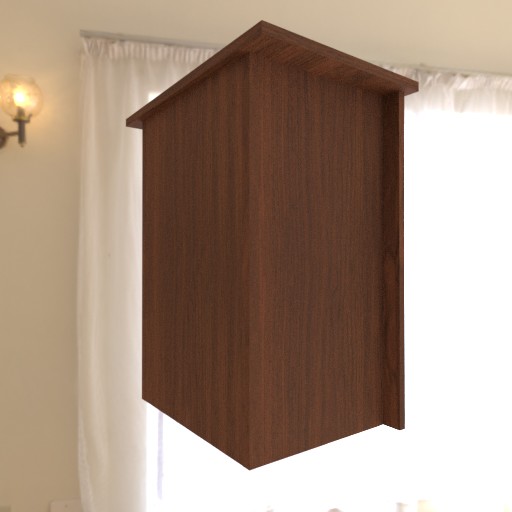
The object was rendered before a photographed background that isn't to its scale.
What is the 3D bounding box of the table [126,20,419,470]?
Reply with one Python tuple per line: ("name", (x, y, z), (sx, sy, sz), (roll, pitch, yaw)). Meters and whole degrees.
("table", (0.000, 0.000, 1.028), (0.406, 0.711, 0.589), (0, -1, -36))
